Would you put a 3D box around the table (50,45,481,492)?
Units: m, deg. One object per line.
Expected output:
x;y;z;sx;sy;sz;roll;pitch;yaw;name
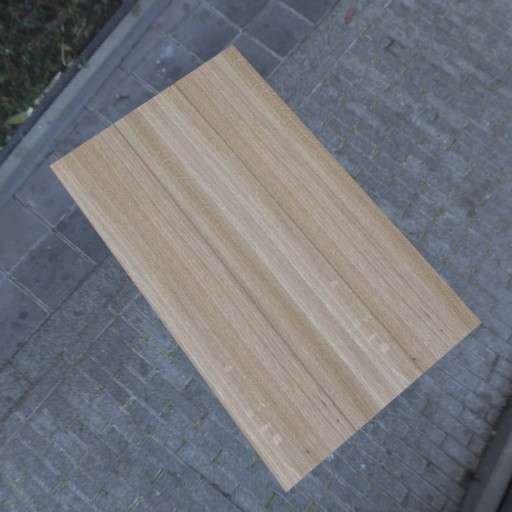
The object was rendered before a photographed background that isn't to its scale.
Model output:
0.000;0.000;1.418;0.678;0.353;1.110;-37;79;-9;table
